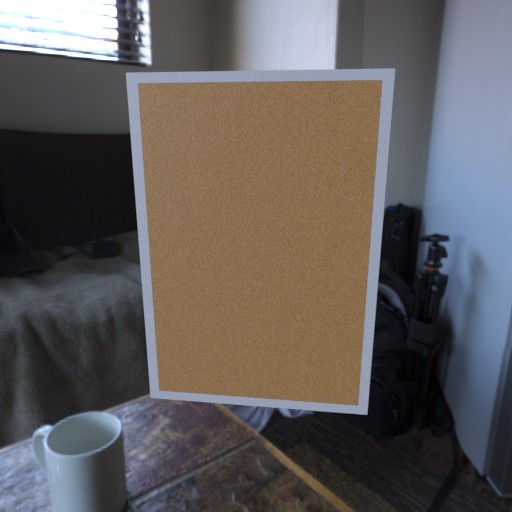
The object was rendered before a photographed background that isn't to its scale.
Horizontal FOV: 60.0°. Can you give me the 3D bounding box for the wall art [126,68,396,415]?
[{"bbox_3d":[0.000,0.000,1.212,0.659,0.940,0.013,2,16,7],"label":"wall art"}]
